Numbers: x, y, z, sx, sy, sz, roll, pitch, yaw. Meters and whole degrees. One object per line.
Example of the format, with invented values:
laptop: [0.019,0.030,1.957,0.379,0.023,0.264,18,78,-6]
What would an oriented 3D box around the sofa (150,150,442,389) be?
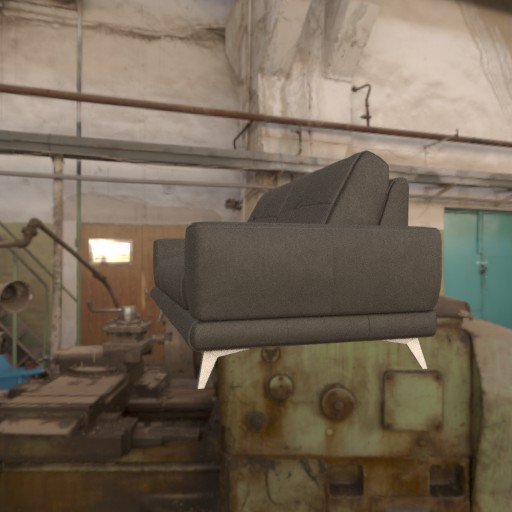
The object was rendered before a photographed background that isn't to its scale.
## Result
sofa: [0.000,0.000,2.424,1.018,0.907,1.806,0,0,-17]
